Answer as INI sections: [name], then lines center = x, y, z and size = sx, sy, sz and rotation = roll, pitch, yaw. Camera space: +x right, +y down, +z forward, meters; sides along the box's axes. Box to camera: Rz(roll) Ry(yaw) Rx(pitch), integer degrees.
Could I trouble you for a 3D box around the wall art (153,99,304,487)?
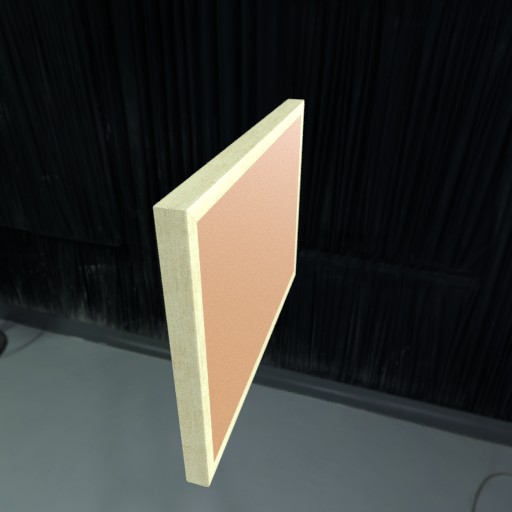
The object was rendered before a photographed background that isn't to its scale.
[wall art]
center = 0.000, 0.000, 0.695
size = 0.032, 0.381, 0.533
rotation = 8, 30, 14
